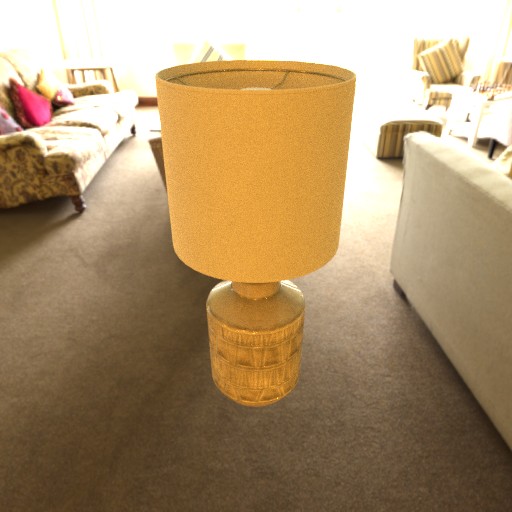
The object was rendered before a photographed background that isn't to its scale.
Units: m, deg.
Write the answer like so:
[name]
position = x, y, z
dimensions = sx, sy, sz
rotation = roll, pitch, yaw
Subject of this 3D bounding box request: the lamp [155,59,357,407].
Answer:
[lamp]
position = 0.000, 0.000, 0.587
dimensions = 0.211, 0.455, 0.211
rotation = 21, 37, 32
